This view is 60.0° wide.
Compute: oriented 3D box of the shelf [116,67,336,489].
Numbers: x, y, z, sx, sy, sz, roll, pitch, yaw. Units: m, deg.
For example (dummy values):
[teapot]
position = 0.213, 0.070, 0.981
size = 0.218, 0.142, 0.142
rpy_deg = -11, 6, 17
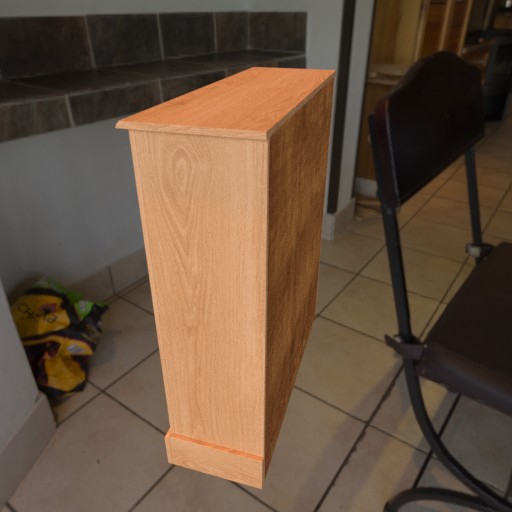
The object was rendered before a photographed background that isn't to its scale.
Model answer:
[shelf]
position = 0.000, 0.000, 1.368
size = 0.291, 0.980, 0.840
rpy_deg = 8, 31, 15
